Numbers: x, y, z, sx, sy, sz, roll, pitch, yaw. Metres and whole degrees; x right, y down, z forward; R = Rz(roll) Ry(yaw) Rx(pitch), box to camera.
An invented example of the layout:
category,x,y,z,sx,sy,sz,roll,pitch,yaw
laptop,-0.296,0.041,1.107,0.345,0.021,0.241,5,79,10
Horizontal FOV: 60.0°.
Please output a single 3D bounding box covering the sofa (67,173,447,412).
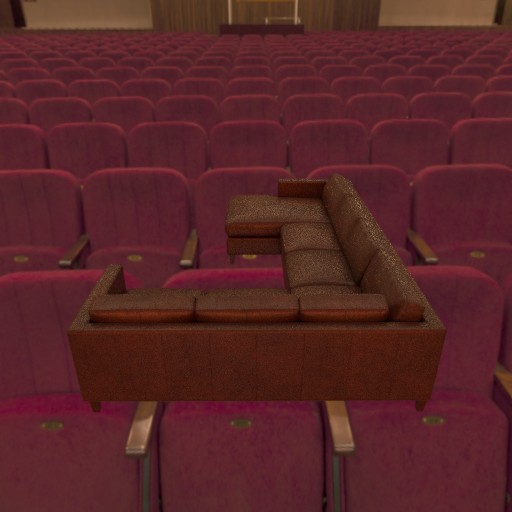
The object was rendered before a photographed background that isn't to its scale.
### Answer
category,x,y,z,sx,sy,sz,roll,pitch,yaw
sofa,0.000,0.000,4.445,2.452,0.891,3.324,0,27,0
